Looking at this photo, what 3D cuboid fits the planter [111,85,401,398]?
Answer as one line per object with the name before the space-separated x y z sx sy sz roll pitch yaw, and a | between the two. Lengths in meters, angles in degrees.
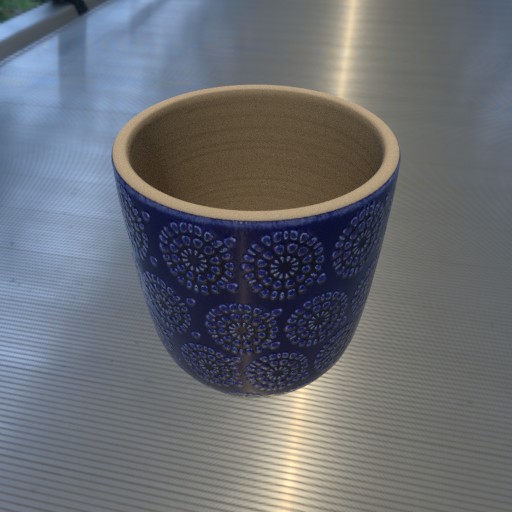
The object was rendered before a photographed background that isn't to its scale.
planter | 0.000 0.000 0.352 0.184 0.206 0.184 0 41 0
